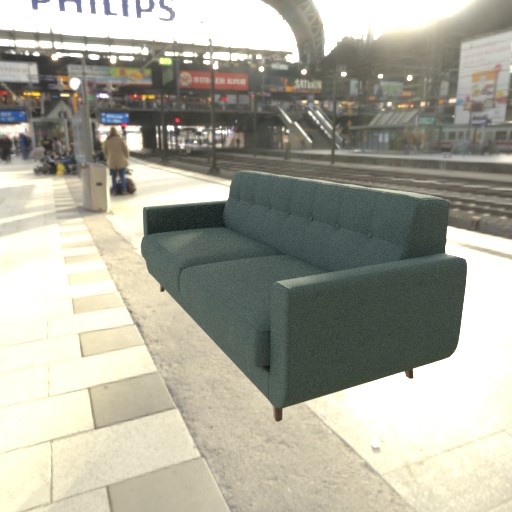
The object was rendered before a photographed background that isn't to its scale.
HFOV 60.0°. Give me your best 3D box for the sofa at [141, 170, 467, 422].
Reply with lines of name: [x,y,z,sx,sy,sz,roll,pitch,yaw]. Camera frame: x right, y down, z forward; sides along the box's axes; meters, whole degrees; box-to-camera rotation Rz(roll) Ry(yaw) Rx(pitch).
sofa: [0.000,0.000,2.494,0.909,0.841,2.029,-7,16,-26]
